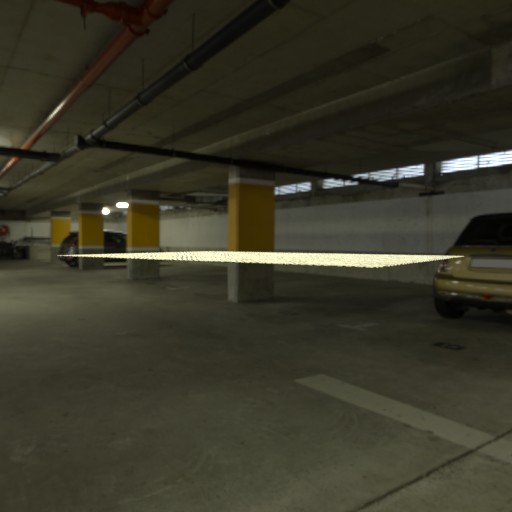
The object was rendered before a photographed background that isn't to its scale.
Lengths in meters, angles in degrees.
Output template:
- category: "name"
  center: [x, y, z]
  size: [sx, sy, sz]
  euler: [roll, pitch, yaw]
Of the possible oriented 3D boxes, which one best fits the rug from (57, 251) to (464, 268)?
- category: "rug"
  center: [0.000, 0.000, 2.285]
  size: [1.750, 0.004, 1.177]
  euler: [1, 2, 37]
